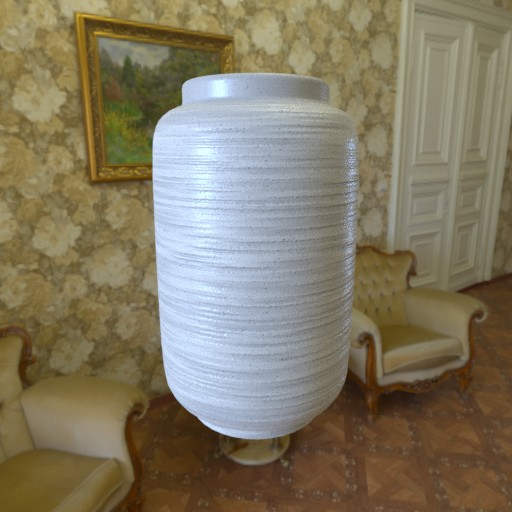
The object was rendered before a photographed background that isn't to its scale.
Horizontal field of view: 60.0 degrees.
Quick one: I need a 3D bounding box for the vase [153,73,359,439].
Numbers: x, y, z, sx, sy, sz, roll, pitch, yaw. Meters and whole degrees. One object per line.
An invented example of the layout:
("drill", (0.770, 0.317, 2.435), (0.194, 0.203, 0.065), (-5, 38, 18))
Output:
("vase", (0.000, 0.000, 0.461), (0.202, 0.335, 0.202), (0, 13, 0))
